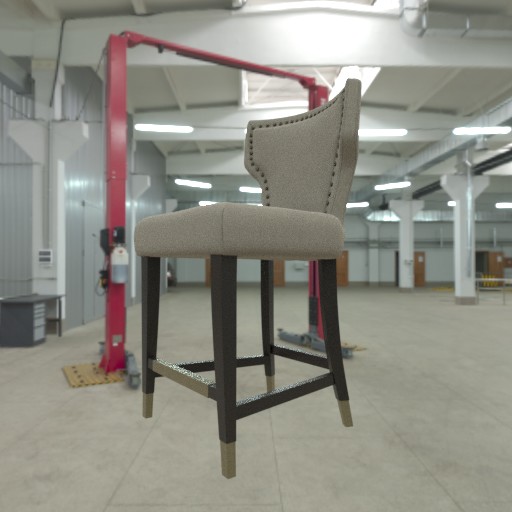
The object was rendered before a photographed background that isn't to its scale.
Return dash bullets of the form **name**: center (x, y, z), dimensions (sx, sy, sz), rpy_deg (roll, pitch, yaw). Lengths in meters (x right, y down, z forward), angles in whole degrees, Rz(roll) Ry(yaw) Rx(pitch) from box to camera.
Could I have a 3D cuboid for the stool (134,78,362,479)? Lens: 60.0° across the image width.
- **stool**: center (0.000, 0.000, 1.312), dimensions (0.563, 0.982, 0.527), rpy_deg (1, -1, -36)
